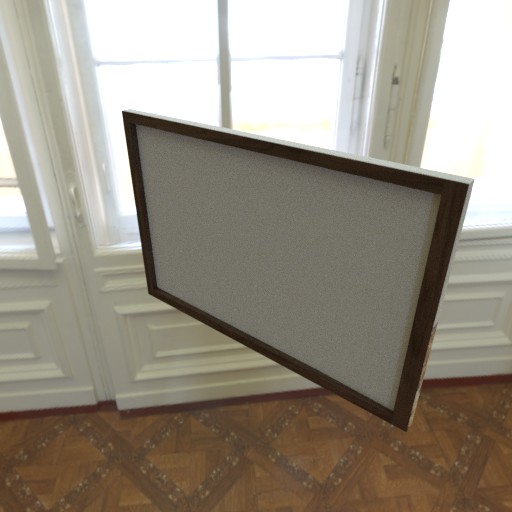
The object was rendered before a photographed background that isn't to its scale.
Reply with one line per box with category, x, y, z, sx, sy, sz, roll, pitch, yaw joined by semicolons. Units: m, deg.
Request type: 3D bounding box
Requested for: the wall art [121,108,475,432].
wall art;0.000;0.000;1.883;1.520;1.016;0.051;21;36;32
